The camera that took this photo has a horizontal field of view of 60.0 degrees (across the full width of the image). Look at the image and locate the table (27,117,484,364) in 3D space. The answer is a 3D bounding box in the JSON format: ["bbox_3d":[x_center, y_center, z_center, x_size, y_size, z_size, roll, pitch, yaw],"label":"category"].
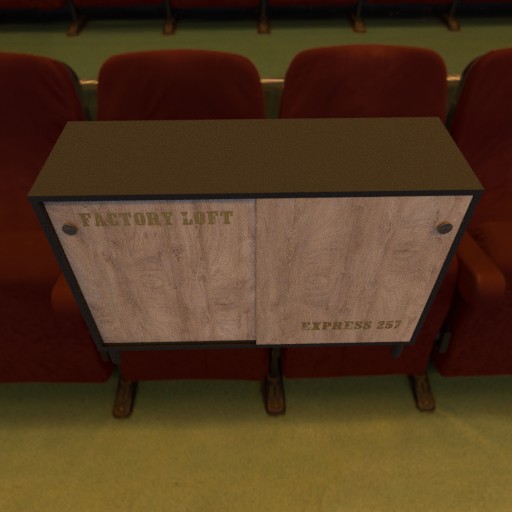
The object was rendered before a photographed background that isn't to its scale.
[{"bbox_3d":[0.000,0.000,1.598,1.200,0.855,0.400,-1,45,-1],"label":"table"}]
